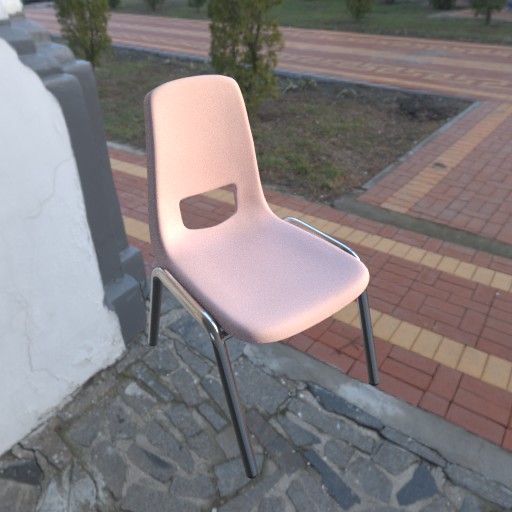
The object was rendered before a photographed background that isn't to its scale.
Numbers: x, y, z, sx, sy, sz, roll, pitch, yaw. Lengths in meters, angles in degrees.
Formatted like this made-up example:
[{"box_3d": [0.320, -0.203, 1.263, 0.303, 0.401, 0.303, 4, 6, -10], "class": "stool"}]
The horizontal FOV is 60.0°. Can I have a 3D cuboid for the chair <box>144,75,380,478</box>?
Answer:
[{"box_3d": [0.000, 0.000, 0.843, 0.354, 0.586, 0.423, -23, 40, -31], "class": "chair"}]
